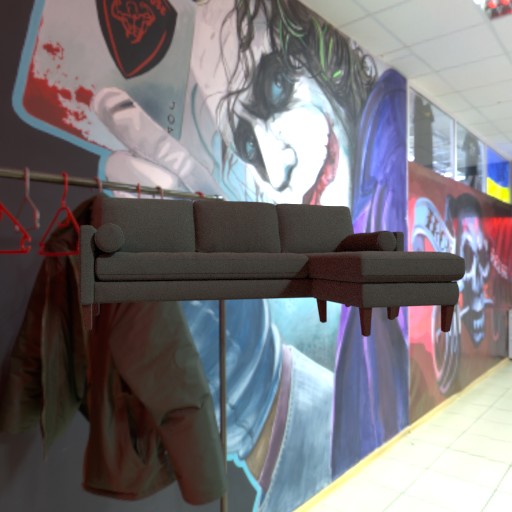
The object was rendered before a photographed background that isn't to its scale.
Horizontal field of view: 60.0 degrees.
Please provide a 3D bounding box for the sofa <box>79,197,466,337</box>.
[{"bbox_3d":[0.000,0.000,2.922,2.178,0.876,1.506,0,-1,-16],"label":"sofa"}]
